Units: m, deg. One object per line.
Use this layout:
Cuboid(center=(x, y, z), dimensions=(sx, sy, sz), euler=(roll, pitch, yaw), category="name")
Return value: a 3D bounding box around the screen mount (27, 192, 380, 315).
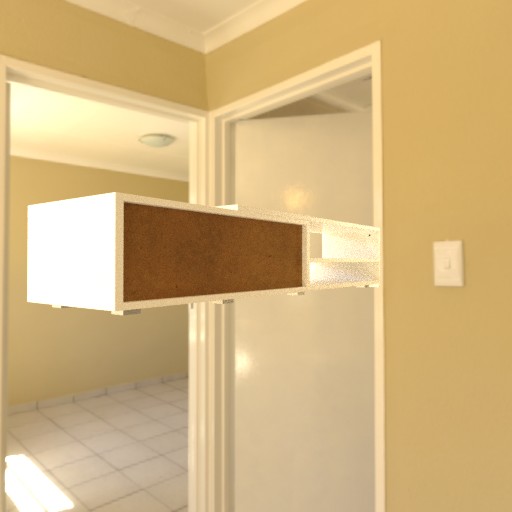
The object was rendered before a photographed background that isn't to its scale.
Cuboid(center=(0.000, 0.000, 1.849), dimensions=(0.420, 0.320, 1.680), euler=(-1, -1, 37), category="screen mount")
